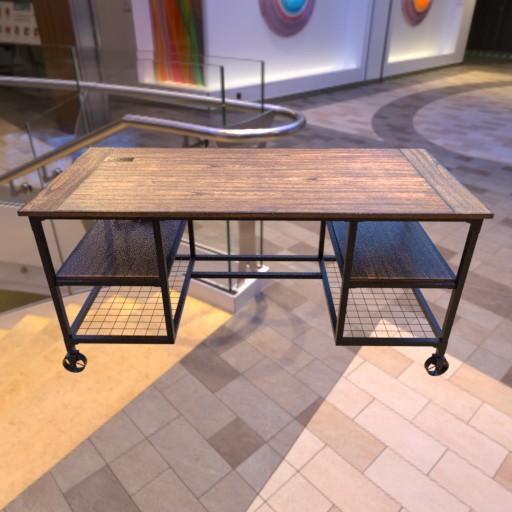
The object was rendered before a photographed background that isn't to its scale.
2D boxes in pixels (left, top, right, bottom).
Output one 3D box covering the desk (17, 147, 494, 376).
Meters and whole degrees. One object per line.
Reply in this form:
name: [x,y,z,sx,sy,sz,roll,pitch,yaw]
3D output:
desk: [0.000,0.000,1.943,1.590,0.751,0.711,0,30,1]
